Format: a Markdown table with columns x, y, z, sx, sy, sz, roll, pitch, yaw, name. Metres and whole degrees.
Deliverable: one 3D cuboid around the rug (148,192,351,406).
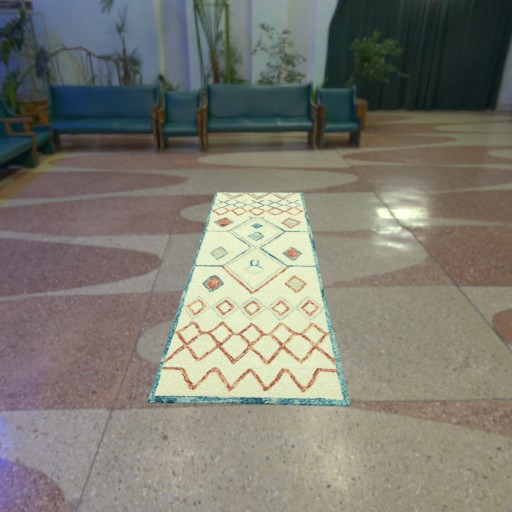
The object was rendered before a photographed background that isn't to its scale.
| x | y | z | sx | sy | sz | roll | pitch | yaw | name |
| --- | --- | --- | --- | --- | --- | --- | --- | --- | --- |
| 0.000 | 0.000 | 2.716 | 0.750 | 0.011 | 2.435 | 1 | 27 | 1 | rug |
